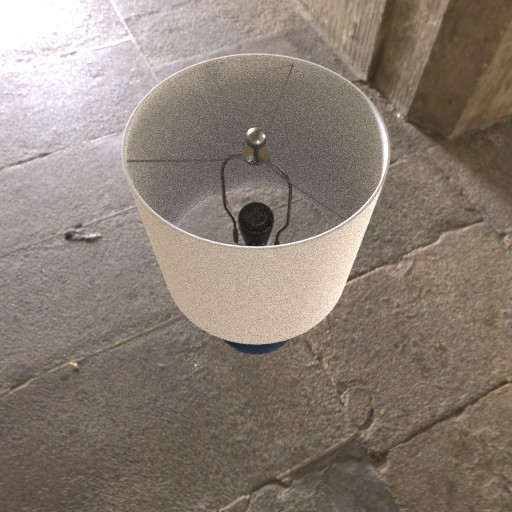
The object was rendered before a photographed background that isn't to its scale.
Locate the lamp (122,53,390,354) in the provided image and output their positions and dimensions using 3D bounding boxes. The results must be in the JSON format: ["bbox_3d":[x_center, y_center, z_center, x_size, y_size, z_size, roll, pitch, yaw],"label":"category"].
[{"bbox_3d":[0.000,0.000,0.492,0.203,0.368,0.203,17,61,10],"label":"lamp"}]
